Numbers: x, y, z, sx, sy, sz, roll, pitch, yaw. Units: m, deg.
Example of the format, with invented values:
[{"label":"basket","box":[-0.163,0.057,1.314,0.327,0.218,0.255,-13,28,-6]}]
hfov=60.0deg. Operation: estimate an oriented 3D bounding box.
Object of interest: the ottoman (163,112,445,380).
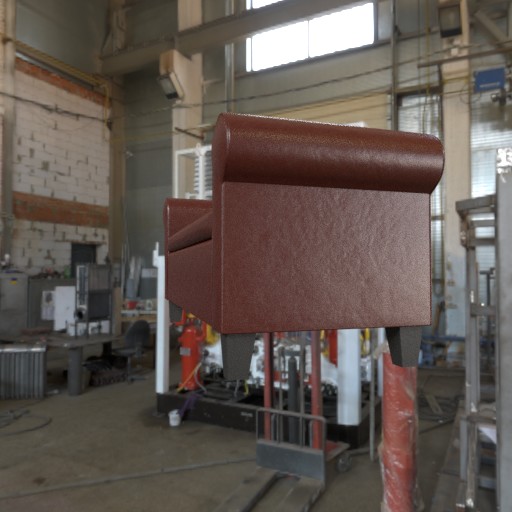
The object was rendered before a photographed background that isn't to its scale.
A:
[{"label":"ottoman","box":[0.000,0.000,1.509,0.521,0.547,1.256,1,-2,-17]}]
